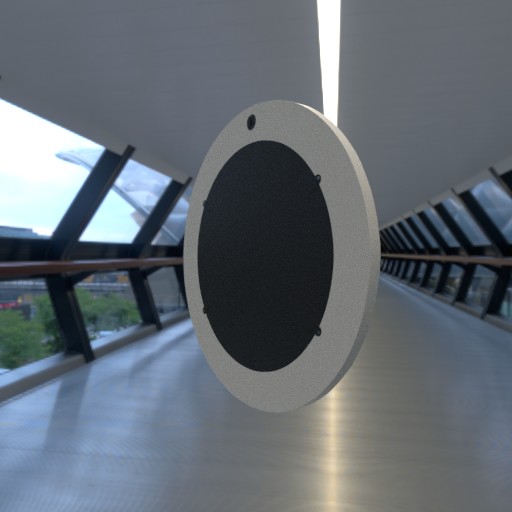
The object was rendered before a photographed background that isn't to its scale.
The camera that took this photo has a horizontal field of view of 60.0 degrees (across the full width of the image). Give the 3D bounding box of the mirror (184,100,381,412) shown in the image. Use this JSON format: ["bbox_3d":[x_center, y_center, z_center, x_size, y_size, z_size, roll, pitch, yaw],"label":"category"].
[{"bbox_3d":[0.000,0.000,1.359,0.038,0.914,0.914,1,-1,-36],"label":"mirror"}]
